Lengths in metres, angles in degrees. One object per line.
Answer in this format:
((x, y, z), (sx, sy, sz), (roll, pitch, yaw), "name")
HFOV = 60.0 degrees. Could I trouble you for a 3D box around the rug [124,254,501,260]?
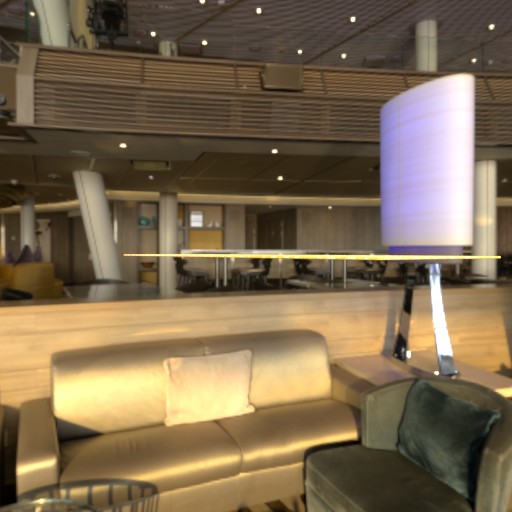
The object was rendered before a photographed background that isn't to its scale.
((0.000, 0.000, 2.611), (0.775, 0.010, 2.438), (0, 1, -35), "rug")
